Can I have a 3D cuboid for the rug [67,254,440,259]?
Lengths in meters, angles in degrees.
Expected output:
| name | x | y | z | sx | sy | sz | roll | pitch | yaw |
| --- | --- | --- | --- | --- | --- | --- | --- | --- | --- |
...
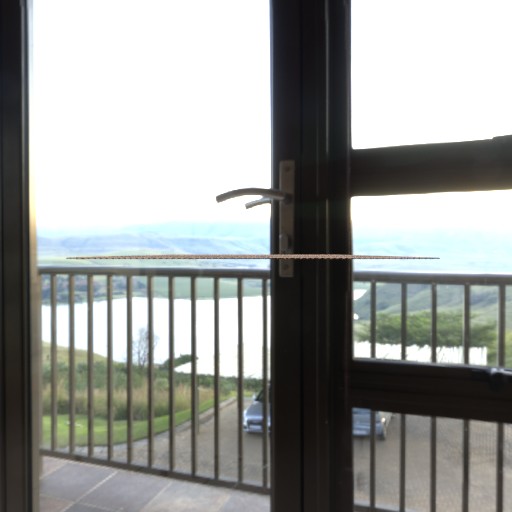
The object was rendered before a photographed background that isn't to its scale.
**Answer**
| name | x | y | z | sx | sy | sz | roll | pitch | yaw |
| --- | --- | --- | --- | --- | --- | --- | --- | --- | --- |
| rug | 0.000 | 0.000 | 3.027 | 1.532 | 0.010 | 2.441 | 0 | 0 | 1 |
